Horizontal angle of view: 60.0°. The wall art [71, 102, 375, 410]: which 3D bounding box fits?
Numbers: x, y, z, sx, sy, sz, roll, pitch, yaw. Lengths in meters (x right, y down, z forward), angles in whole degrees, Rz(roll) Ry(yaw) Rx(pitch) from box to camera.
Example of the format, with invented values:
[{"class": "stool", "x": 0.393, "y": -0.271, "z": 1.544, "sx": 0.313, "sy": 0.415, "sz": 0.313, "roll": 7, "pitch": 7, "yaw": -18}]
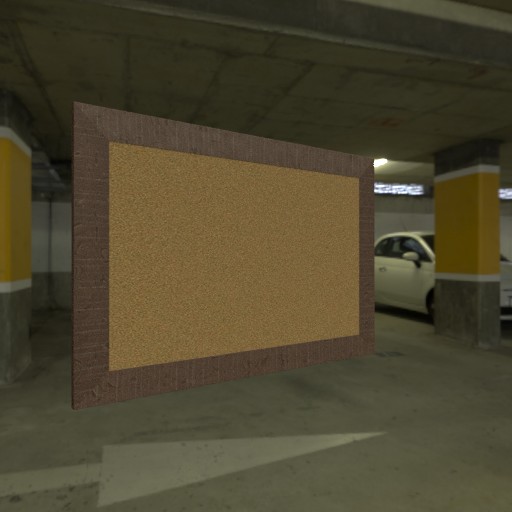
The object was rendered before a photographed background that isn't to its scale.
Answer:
[{"class": "wall art", "x": 0.000, "y": 0.000, "z": 1.170, "sx": 0.917, "sy": 0.626, "sz": 0.019, "roll": 0, "pitch": 0, "yaw": -35}]
